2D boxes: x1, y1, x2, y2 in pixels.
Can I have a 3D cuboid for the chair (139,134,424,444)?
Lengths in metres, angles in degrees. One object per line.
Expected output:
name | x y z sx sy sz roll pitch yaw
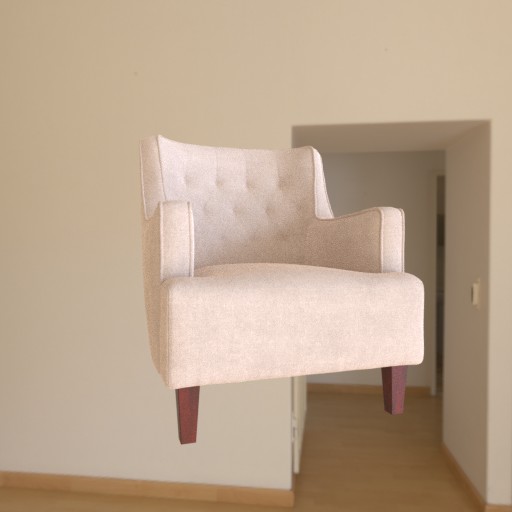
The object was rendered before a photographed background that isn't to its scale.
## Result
chair | 0.000 0.000 1.571 0.781 0.920 0.910 0 1 -18
